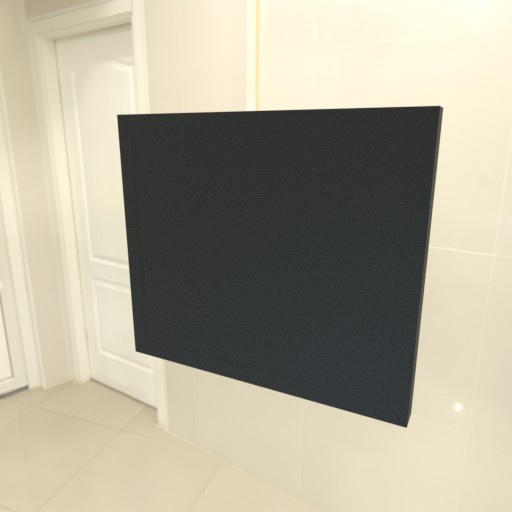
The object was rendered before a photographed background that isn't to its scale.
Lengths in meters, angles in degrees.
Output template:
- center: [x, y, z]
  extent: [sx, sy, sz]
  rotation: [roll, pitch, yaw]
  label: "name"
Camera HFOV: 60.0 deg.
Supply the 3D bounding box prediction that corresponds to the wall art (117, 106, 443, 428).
- center: [0.000, 0.000, 0.532]
  extent: [0.381, 0.330, 0.029]
  rotation: [8, 17, 26]
  label: "wall art"
